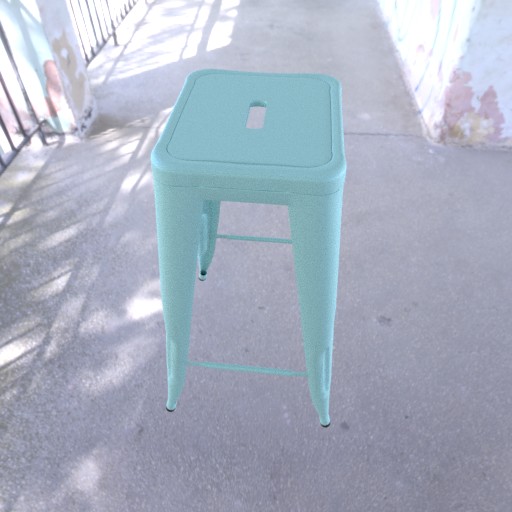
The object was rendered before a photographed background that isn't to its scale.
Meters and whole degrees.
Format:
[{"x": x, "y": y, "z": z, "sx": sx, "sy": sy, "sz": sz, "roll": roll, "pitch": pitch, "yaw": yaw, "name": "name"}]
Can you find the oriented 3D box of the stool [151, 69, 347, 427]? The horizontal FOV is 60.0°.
[{"x": 0.000, "y": 0.000, "z": 0.865, "sx": 0.359, "sy": 0.609, "sz": 0.399, "roll": 4, "pitch": 47, "yaw": 4, "name": "stool"}]
